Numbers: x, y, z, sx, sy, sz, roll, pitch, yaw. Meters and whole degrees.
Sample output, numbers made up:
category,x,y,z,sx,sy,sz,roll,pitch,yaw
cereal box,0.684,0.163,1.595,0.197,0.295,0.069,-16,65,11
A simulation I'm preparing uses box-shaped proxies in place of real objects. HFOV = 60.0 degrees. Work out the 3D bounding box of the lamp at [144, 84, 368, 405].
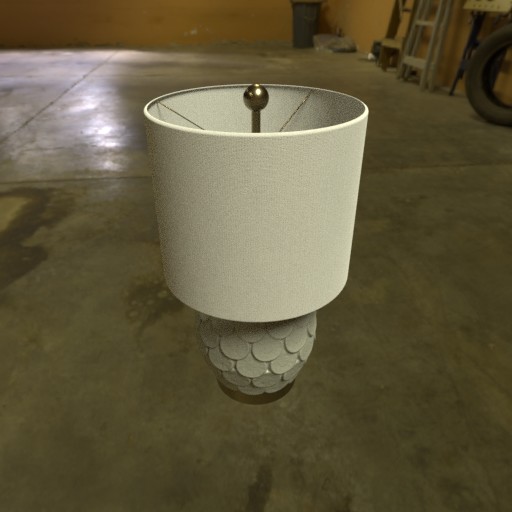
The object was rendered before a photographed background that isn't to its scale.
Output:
category,x,y,z,sx,sy,sz,roll,pitch,yaw
lamp,0.000,0.000,0.616,0.254,0.452,0.254,0,31,0
